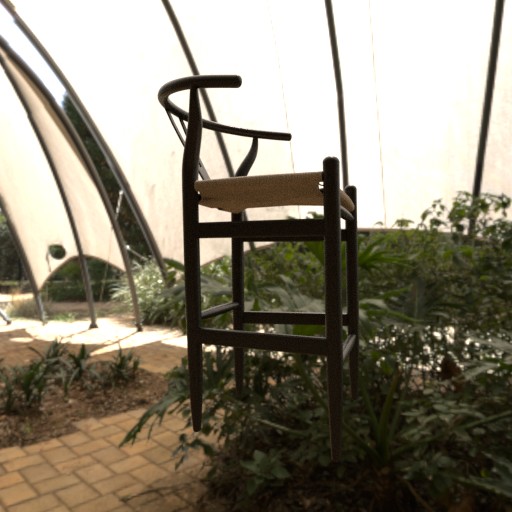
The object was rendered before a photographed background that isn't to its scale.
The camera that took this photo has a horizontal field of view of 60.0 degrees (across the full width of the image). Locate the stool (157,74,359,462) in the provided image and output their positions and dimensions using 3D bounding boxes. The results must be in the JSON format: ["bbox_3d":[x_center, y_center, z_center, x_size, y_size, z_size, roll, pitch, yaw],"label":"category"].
[{"bbox_3d":[0.000,0.000,1.351,0.579,0.970,0.569,0,0,18],"label":"stool"}]
